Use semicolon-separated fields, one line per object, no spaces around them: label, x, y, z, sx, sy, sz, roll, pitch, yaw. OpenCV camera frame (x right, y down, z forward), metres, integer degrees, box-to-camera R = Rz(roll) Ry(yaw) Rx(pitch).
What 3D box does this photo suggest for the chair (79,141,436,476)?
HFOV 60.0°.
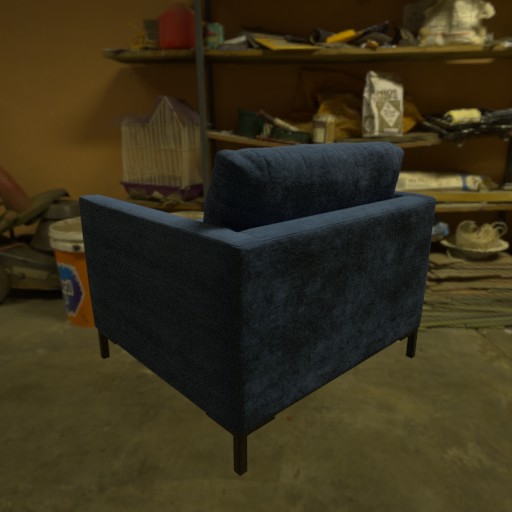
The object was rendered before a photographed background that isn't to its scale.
chair;0.000;0.000;1.613;0.964;0.812;0.875;-15;22;-41
